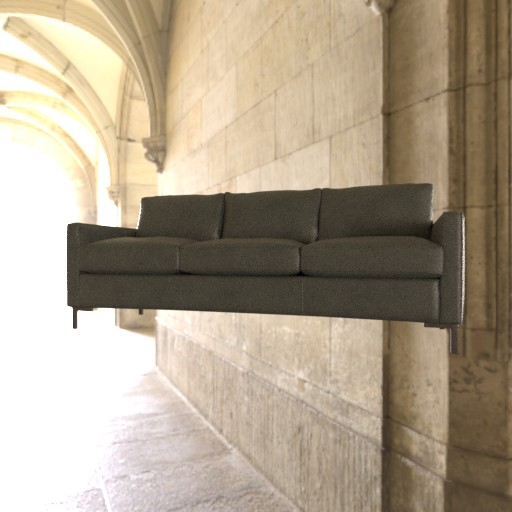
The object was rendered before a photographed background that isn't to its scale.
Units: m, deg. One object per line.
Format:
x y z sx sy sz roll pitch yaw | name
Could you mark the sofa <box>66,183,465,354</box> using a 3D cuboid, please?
0.000 0.000 2.419 2.029 0.805 0.748 0 0 19 | sofa
